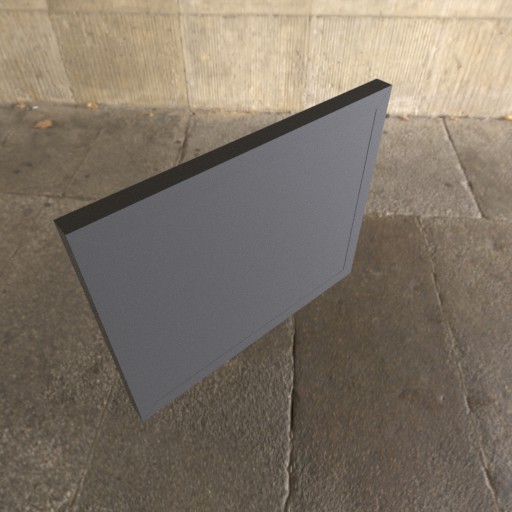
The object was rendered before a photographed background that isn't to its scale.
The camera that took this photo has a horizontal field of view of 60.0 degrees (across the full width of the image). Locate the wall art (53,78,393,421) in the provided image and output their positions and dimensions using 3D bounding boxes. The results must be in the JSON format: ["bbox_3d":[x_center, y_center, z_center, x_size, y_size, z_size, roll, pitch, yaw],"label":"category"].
[{"bbox_3d":[0.000,0.000,0.556,0.404,0.329,0.024,-31,53,-27],"label":"wall art"}]
